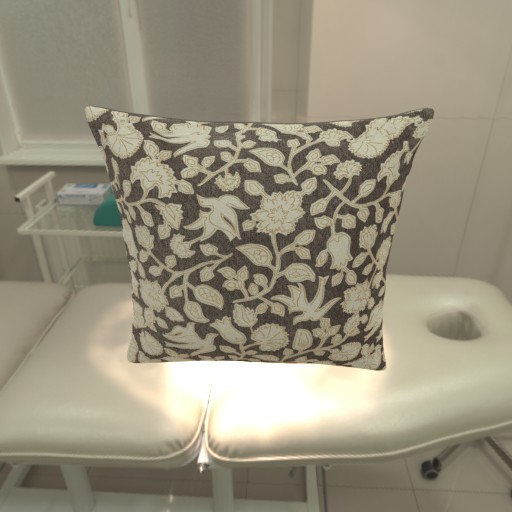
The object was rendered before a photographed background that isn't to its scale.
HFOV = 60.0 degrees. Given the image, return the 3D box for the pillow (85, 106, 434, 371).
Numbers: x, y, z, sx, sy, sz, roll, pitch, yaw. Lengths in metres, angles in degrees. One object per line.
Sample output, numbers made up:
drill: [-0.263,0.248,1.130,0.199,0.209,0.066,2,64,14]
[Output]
pillow: [0.000,0.000,0.782,0.526,0.507,0.166,1,30,2]
